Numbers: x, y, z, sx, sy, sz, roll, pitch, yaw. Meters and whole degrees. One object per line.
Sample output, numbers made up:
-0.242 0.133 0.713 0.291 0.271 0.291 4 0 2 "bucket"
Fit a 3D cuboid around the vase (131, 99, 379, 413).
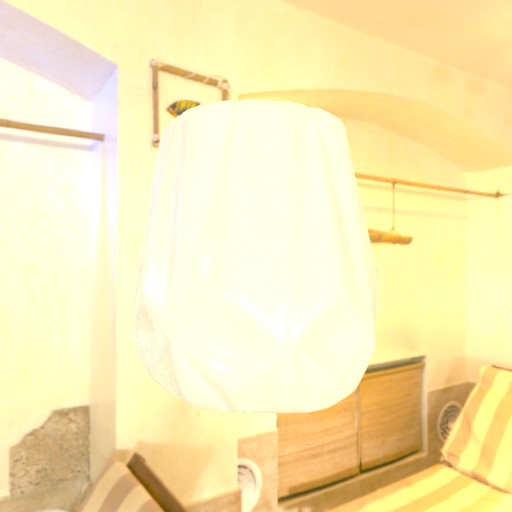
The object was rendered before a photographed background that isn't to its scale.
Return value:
0.000 0.000 0.262 0.141 0.152 0.141 0 -1 0 "vase"
